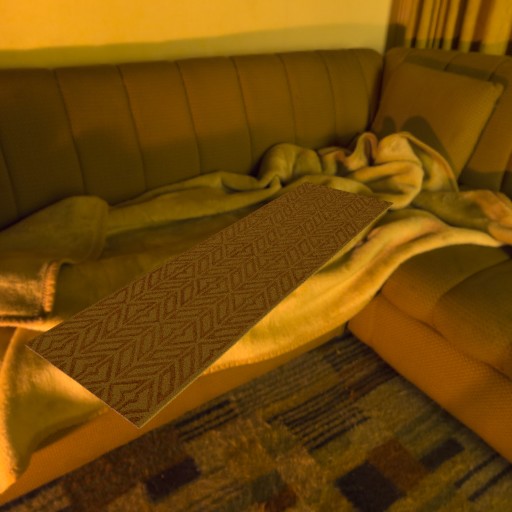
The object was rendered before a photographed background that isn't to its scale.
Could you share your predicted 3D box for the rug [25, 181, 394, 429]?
[{"bbox_3d":[0.000,0.000,2.604,0.750,0.009,2.435,20,36,30],"label":"rug"}]
